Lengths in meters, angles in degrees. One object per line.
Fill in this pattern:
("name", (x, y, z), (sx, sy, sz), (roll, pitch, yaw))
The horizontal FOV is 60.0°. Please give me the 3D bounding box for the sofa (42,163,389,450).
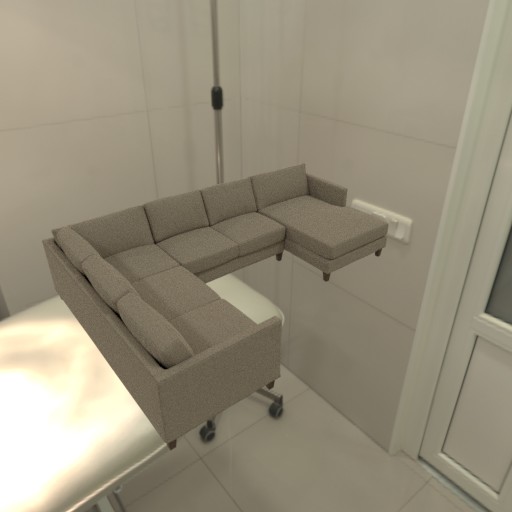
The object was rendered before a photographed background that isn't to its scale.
("sofa", (0.000, 0.000, 4.542), (3.438, 0.865, 2.424), (-21, 36, -33))
